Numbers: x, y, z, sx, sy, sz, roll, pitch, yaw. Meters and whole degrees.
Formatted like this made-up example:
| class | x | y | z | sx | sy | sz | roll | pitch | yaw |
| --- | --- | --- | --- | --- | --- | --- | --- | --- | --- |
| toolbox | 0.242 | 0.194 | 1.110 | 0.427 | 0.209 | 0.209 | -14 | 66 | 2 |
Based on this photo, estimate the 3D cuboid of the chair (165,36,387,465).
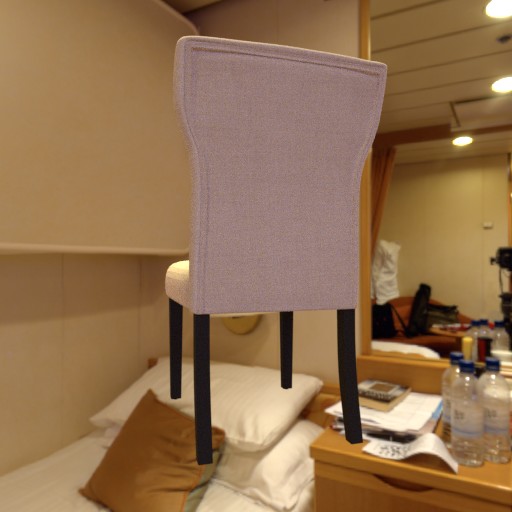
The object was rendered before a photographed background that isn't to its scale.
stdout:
| class | x | y | z | sx | sy | sz | roll | pitch | yaw |
| --- | --- | --- | --- | --- | --- | --- | --- | --- | --- |
| chair | 0.000 | 0.000 | 1.245 | 0.509 | 0.921 | 0.597 | 0 | -1 | -17 |
